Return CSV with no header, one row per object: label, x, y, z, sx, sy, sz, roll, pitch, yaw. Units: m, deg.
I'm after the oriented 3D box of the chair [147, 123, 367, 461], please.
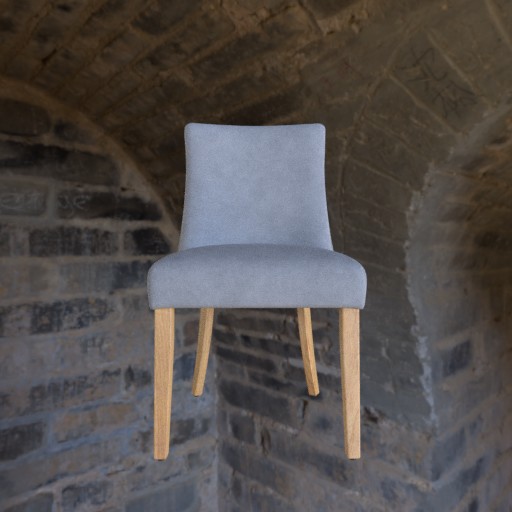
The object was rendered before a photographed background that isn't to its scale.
chair,0.000,0.000,1.259,0.495,0.902,0.610,0,0,-1
